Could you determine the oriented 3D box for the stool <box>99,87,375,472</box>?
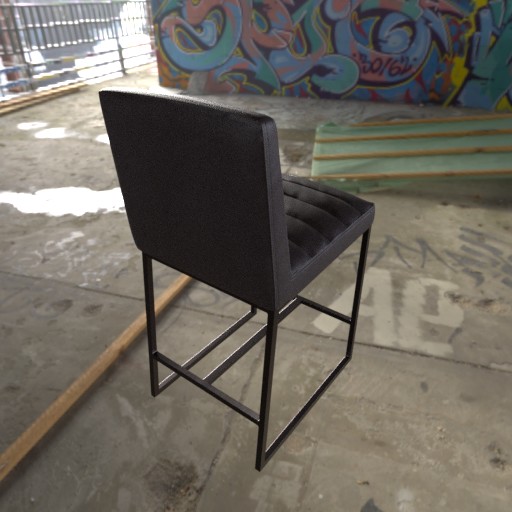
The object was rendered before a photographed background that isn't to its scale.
[{"bbox_3d":[0.000,0.000,1.248,0.463,0.946,0.562,21,37,31],"label":"stool"}]
